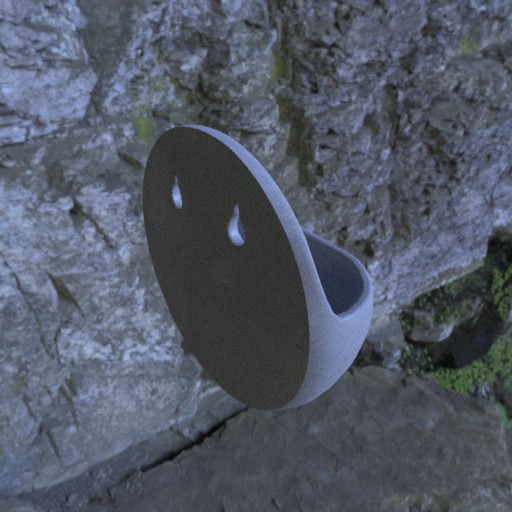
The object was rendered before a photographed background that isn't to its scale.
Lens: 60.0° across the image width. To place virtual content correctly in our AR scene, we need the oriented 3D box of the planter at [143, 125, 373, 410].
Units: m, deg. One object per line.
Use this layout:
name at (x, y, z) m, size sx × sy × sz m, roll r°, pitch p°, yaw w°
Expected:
planter at (0.000, 0.000, 0.276) m, size 0.073 × 0.164 × 0.190 m, roll -18°, pitch 32°, yaw -32°
